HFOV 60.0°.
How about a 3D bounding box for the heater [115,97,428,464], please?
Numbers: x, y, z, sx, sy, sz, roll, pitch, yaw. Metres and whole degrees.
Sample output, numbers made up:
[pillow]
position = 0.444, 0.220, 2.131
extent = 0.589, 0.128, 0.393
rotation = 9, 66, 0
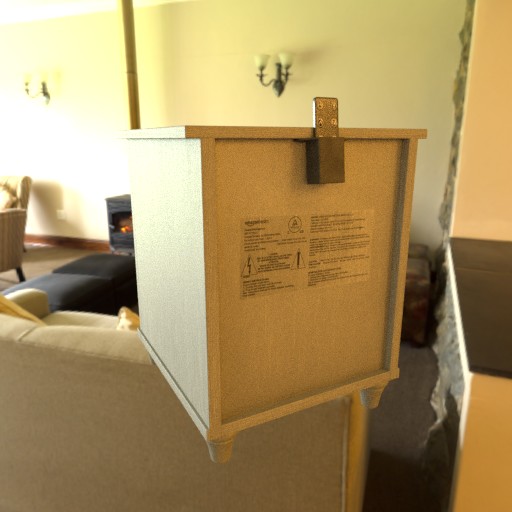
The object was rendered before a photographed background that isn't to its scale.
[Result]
[heater]
position = 0.000, 0.000, 0.752
extent = 0.362, 0.481, 0.400
rotation = -8, 17, -27
